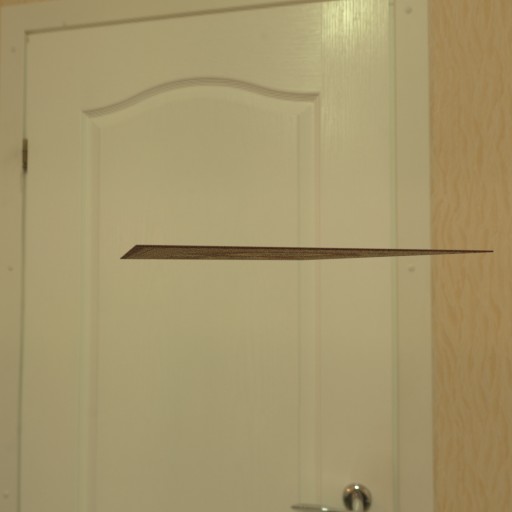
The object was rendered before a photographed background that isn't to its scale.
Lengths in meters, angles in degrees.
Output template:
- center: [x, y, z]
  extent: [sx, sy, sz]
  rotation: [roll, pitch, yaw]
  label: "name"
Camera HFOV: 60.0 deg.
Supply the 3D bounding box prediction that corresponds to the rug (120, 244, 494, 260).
- center: [0.000, 0.000, 4.189]
  extent: [2.381, 0.013, 3.197]
  rotation: [1, -2, -18]
  label: "rug"
